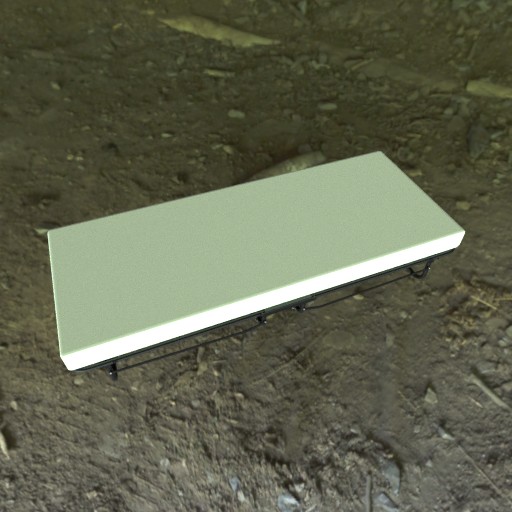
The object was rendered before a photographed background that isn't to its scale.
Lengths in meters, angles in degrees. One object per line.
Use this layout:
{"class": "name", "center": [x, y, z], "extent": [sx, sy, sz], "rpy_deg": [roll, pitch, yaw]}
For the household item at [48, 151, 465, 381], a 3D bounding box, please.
{"class": "household item", "center": [0.000, 0.000, 2.234], "extent": [1.905, 0.356, 0.787], "rpy_deg": [-16, 48, -15]}
